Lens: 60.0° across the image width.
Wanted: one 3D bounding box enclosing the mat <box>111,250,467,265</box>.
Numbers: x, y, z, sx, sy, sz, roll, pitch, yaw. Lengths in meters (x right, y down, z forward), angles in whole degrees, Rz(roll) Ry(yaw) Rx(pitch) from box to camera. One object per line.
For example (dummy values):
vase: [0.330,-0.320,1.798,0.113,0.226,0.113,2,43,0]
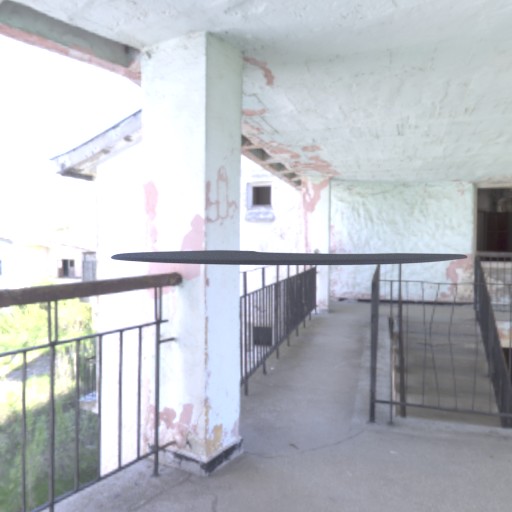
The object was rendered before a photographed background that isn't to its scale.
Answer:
mat: [0.000,0.000,1.585,1.220,0.016,0.917,1,2,37]
